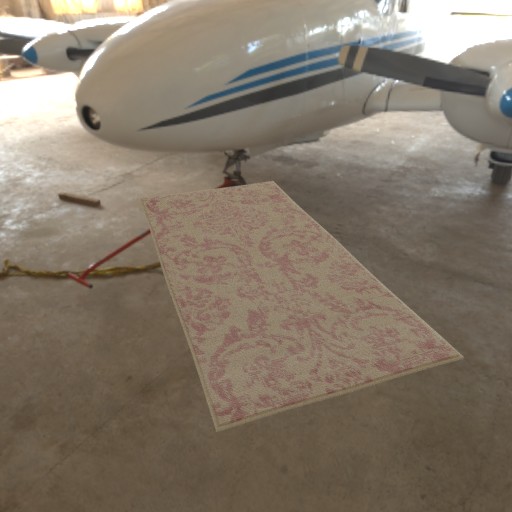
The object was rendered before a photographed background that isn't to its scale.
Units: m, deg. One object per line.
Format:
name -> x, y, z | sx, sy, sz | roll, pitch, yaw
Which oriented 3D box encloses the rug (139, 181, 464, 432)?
rug -> 0.000, 0.000, 1.449 | 0.604, 0.007, 1.219 | -10, 32, -17
